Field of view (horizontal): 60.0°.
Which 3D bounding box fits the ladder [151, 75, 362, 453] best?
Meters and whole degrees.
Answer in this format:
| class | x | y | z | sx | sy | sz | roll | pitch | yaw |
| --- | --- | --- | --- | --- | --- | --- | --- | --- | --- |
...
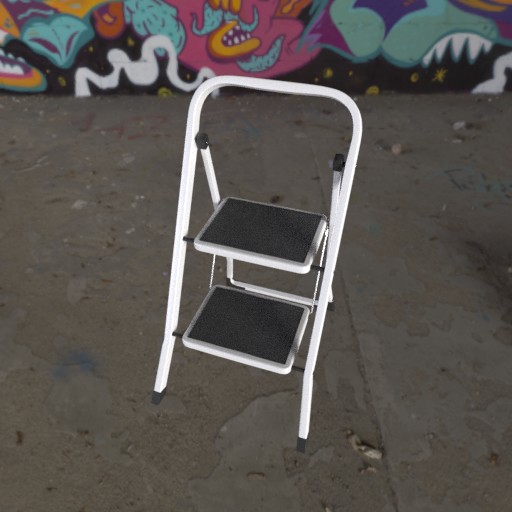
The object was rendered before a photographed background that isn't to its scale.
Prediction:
| class | x | y | z | sx | sy | sz | roll | pitch | yaw |
| --- | --- | --- | --- | --- | --- | --- | --- | --- | --- |
| ladder | 0.000 | 0.000 | 1.161 | 0.460 | 0.810 | 0.544 | 13 | 42 | 14 |
